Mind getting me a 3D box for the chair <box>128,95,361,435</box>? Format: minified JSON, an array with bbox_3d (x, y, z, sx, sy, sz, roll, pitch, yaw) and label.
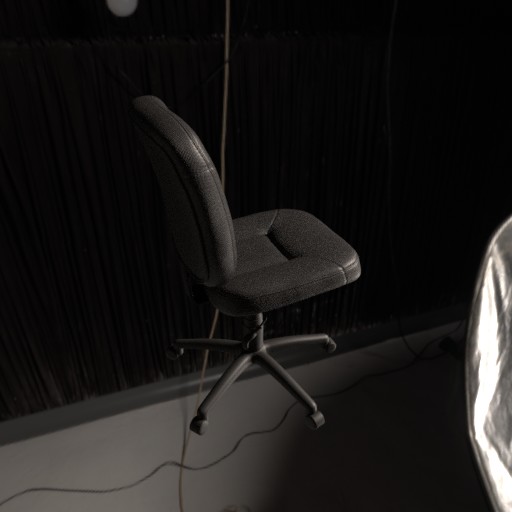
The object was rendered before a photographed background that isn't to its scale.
[{"bbox_3d":[0.000,0.000,1.385,0.646,0.959,0.647,-11,31,-19],"label":"chair"}]
